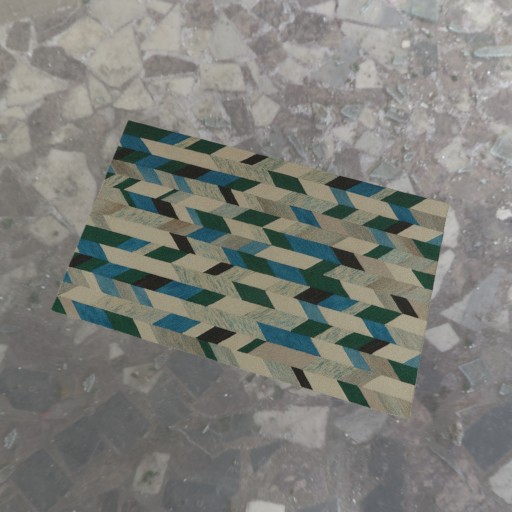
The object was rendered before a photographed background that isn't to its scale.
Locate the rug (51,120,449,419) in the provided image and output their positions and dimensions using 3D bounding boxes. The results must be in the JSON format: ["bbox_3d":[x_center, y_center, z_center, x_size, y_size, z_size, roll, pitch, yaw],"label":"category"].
[{"bbox_3d":[0.000,0.000,3.050,2.433,0.007,1.507,16,75,4],"label":"rug"}]
